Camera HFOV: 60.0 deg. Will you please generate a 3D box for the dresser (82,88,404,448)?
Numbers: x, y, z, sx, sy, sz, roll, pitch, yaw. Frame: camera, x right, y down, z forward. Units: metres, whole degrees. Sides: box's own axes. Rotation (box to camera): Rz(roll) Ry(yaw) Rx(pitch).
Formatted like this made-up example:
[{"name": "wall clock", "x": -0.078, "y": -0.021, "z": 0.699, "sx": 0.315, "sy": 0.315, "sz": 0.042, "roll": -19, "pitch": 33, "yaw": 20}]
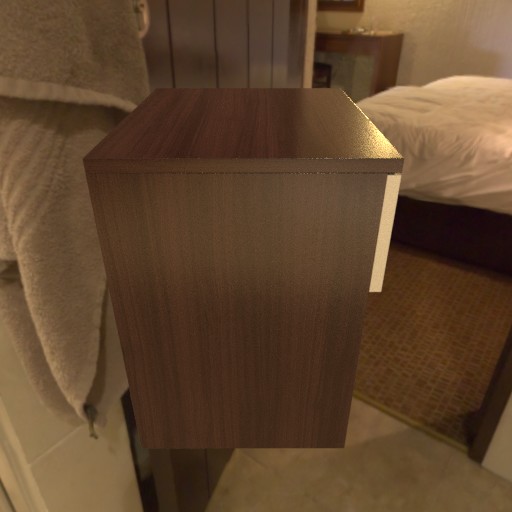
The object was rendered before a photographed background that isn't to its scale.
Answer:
[{"name": "dresser", "x": 0.000, "y": 0.000, "z": 0.750, "sx": 0.360, "sy": 0.470, "sz": 0.400, "roll": 0, "pitch": 31, "yaw": 0}]
